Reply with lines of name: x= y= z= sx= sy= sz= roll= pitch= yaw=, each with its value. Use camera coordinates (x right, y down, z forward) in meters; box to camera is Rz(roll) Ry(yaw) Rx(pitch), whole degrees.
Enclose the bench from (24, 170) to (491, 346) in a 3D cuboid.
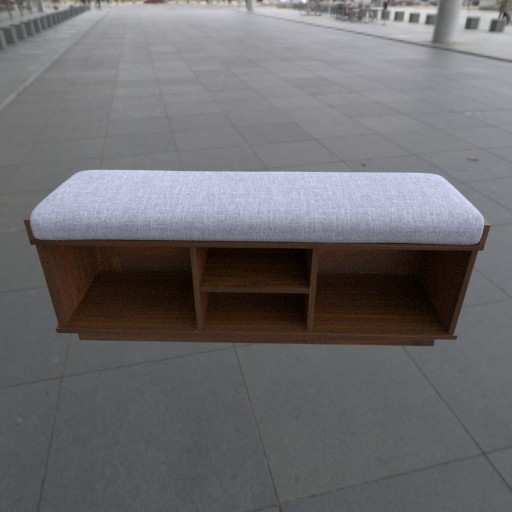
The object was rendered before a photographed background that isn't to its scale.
bench: x=0.000 y=0.000 z=1.379 sx=1.196 sy=0.468 sz=0.367 roll=1 pitch=31 yaw=1
